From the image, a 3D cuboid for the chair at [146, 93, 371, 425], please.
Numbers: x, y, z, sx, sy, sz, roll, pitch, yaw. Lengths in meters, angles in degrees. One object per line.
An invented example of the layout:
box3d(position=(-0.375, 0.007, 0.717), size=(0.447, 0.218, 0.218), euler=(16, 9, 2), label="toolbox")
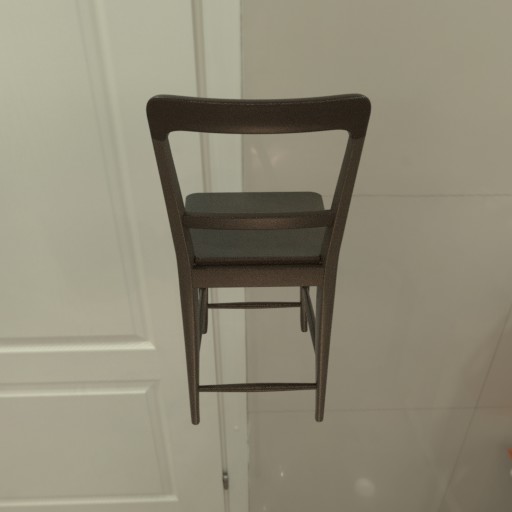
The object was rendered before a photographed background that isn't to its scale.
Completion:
box3d(position=(0.000, 0.000, 1.305), size=(0.450, 0.991, 0.546), euler=(-1, 30, -1), label="chair")
